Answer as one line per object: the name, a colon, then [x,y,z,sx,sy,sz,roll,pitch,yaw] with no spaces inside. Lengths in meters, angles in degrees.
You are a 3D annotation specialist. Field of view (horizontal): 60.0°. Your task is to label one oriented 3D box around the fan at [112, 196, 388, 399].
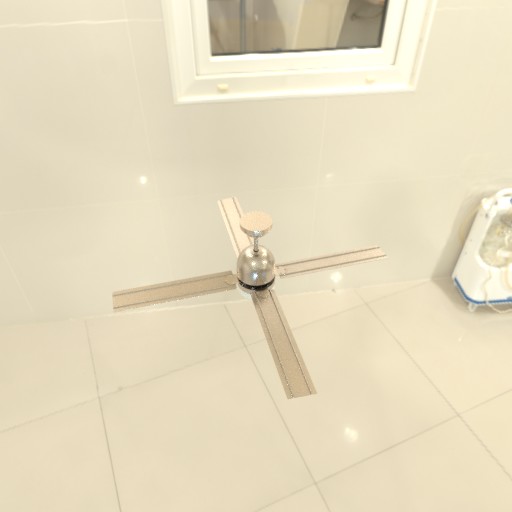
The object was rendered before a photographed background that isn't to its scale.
fan: [0.000,0.000,2.059,1.346,0.406,1.346,-11,43,-12]
